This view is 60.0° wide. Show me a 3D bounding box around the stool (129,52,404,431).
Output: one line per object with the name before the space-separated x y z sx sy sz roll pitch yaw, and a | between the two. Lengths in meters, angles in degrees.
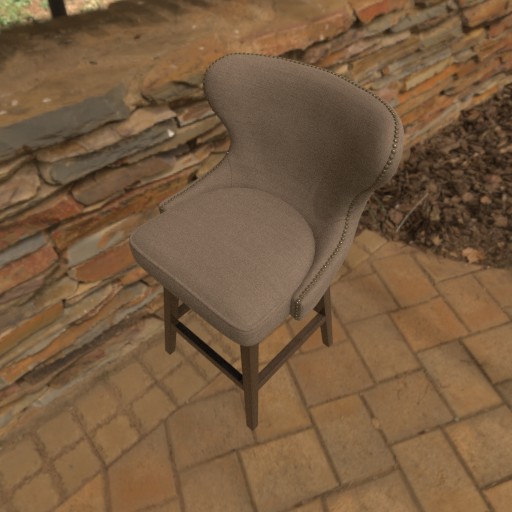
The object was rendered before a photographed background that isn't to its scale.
stool | 0.000 0.000 1.358 0.615 0.972 0.597 34 56 27
